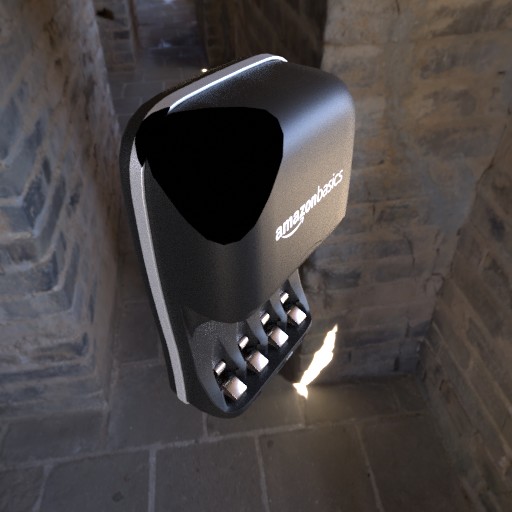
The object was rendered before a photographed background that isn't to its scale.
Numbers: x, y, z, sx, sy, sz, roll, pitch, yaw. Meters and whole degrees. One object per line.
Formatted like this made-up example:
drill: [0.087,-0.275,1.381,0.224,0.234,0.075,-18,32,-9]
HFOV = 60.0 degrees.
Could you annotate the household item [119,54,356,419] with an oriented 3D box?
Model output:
household item: [0.000,0.000,0.147,0.038,0.114,0.070,25,47,26]
